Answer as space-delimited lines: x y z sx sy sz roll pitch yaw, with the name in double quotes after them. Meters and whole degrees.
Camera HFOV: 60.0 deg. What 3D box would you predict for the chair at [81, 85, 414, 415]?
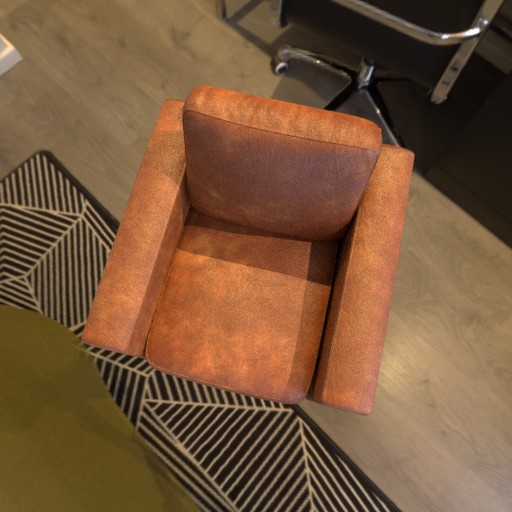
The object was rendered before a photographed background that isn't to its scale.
0.000 0.000 1.697 1.005 0.873 1.016 13 74 4 "chair"
